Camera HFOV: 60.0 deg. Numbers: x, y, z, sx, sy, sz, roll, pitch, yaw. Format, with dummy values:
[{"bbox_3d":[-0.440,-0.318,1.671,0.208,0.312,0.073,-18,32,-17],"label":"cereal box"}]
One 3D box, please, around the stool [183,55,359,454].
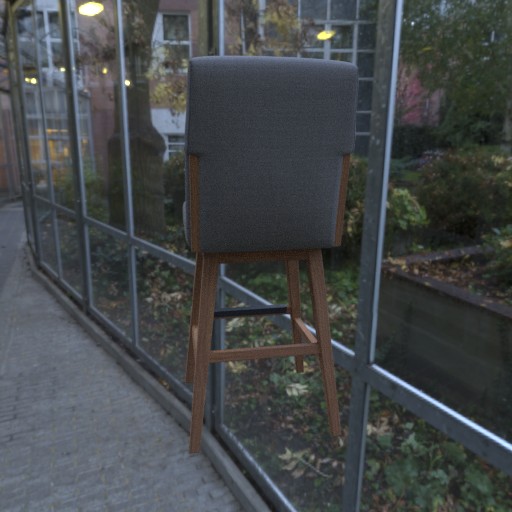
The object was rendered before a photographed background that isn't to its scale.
[{"bbox_3d":[0.000,0.000,1.441,0.483,1.112,0.570,-2,14,-10],"label":"stool"}]
